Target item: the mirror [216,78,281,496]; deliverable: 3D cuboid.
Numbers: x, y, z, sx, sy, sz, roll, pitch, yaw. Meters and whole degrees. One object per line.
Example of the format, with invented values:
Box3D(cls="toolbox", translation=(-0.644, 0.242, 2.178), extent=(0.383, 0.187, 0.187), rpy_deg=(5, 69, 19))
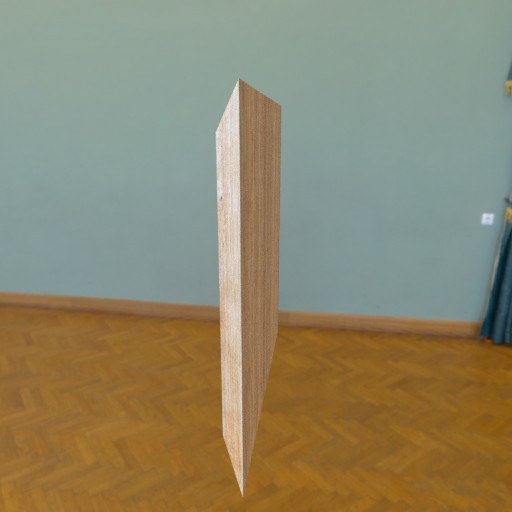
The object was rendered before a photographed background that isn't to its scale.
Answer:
Box3D(cls="mirror", translation=(0.000, 0.000, 0.962), extent=(0.047, 0.651, 0.651), rpy_deg=(2, 16, 8))
